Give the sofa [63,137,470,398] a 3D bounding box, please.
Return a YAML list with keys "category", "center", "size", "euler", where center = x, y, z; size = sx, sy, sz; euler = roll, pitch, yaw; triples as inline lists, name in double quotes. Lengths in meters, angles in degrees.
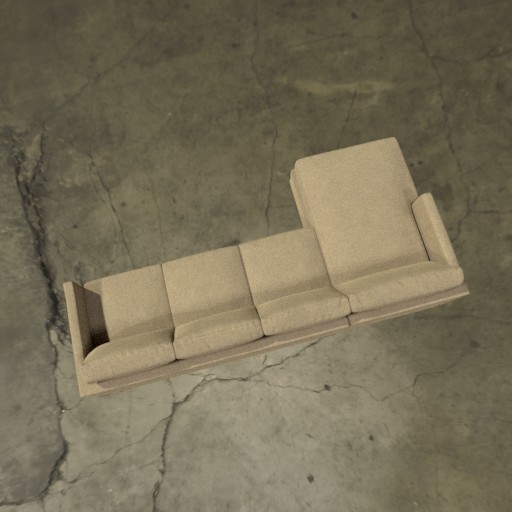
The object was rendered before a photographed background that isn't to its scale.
- category: "sofa"
  center: [0.000, 0.000, 3.926]
  size: [3.198, 0.920, 1.638]
  euler: [-14, 76, -4]
